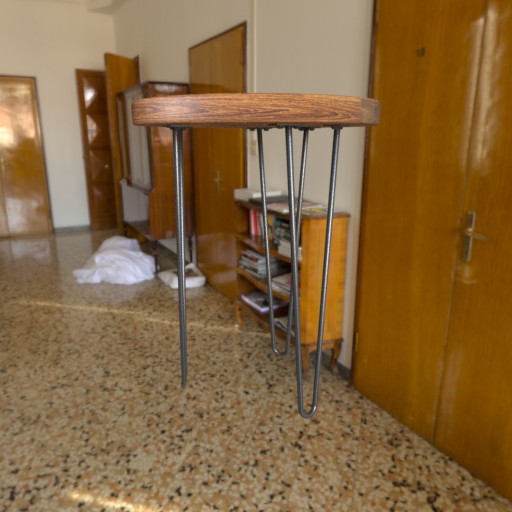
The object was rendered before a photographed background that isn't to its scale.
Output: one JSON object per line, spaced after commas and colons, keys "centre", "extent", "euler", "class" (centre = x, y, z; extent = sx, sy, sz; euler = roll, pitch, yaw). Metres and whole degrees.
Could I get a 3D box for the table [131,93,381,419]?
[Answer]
{"centre": [0.000, 0.000, 0.801], "extent": [0.400, 0.520, 0.400], "euler": [0, 15, 0], "class": "table"}
